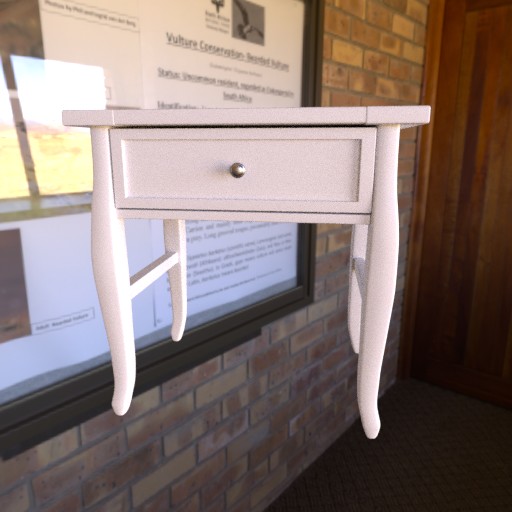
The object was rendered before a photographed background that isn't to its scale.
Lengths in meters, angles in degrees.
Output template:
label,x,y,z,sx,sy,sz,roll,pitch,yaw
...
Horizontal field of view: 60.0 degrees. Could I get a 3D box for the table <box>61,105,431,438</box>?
label,x,y,z,sx,sy,sz,roll,pitch,yaw
table,0.000,0.000,1.001,0.599,0.605,0.463,2,14,8
